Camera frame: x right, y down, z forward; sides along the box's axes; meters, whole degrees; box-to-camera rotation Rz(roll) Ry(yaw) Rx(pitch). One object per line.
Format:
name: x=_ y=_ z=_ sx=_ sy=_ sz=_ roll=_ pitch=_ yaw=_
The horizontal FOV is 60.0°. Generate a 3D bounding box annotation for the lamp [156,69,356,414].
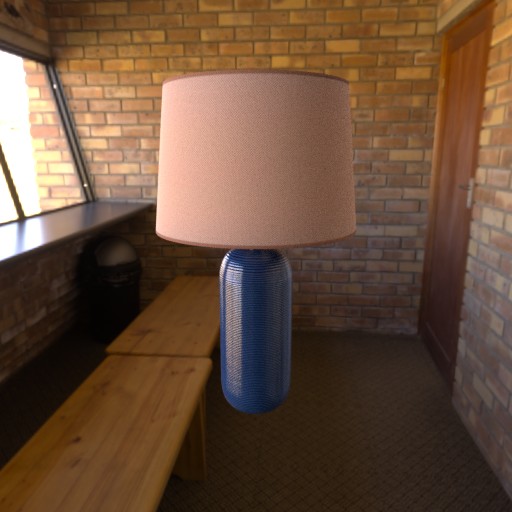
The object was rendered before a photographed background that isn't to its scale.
lamp: x=0.000 y=0.000 z=0.843 sx=0.367 sy=0.609 sz=0.367 roll=0 pitch=13 yaw=0
